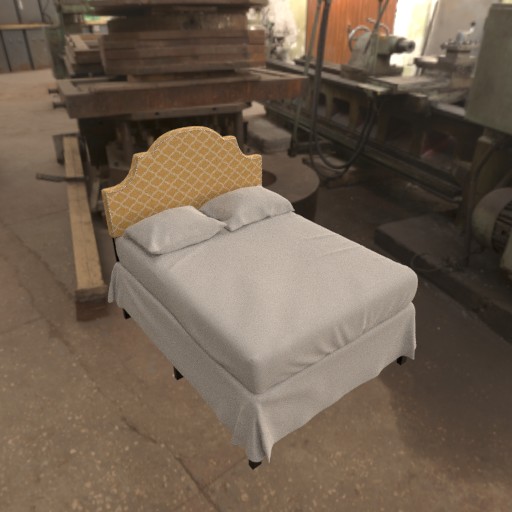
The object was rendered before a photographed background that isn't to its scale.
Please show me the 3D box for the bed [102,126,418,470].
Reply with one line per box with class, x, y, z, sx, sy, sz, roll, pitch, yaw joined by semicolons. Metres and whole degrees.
bed;0.000;0.000;3.477;1.780;1.633;2.222;-21;36;-32
